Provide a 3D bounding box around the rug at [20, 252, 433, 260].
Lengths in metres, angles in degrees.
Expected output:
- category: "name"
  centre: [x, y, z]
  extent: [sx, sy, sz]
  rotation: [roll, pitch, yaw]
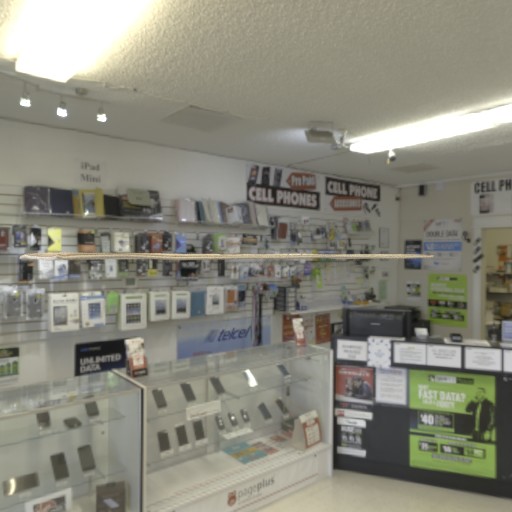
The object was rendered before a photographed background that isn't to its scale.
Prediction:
- category: "rug"
  centre: [0.000, 0.000, 2.619]
  extent: [2.381, 0.036, 0.831]
  rotation: [0, 0, -36]
